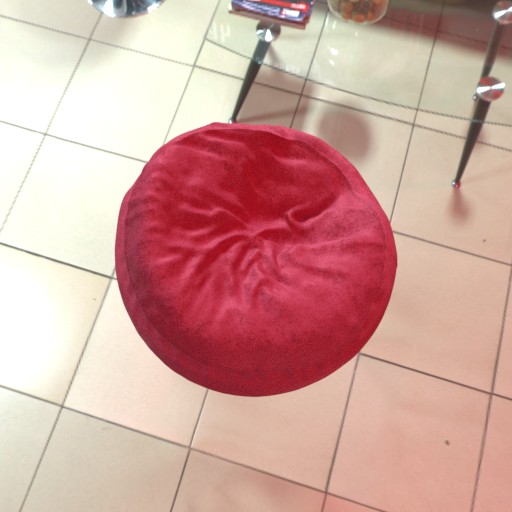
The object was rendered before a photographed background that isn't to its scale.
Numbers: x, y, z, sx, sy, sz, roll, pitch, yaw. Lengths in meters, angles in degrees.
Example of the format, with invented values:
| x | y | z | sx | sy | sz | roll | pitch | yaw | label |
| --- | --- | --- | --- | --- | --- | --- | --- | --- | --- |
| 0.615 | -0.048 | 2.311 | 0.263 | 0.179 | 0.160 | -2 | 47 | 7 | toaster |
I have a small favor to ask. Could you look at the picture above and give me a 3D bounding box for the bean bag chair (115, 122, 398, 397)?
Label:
| x | y | z | sx | sy | sz | roll | pitch | yaw | label |
| --- | --- | --- | --- | --- | --- | --- | --- | --- | --- |
| 0.000 | 0.000 | 1.983 | 1.218 | 0.788 | 1.218 | 0 | 75 | 0 | bean bag chair |
